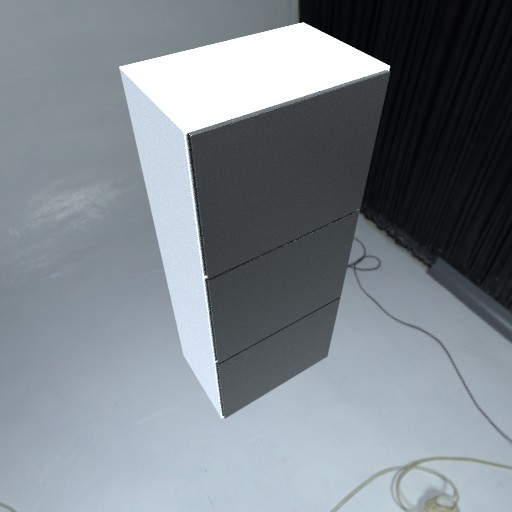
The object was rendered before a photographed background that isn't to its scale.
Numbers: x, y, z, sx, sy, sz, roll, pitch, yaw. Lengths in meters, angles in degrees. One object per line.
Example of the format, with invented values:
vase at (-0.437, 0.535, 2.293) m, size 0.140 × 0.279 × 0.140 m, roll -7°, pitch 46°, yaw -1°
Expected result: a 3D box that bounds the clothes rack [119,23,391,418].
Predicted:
clothes rack at (0.000, 0.000, 1.394) m, size 0.500 × 1.187 × 0.330 m, roll -25°, pitch 51°, yaw -22°
